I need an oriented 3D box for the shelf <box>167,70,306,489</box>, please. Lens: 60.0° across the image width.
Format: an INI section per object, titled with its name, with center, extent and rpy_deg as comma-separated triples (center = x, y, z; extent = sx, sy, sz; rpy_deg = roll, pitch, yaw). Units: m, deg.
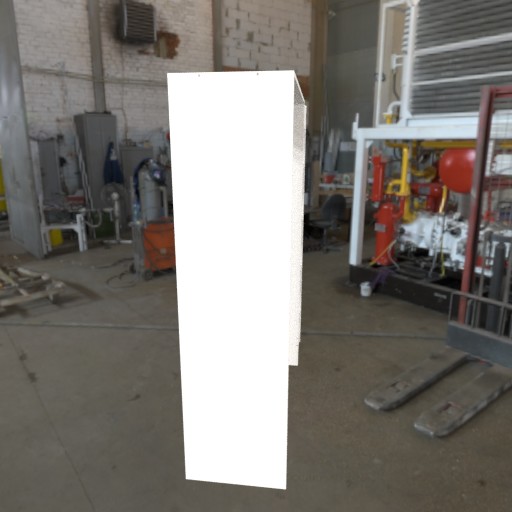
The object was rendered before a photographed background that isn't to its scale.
[shelf]
center = 0.000, 0.000, 2.629
extent = 0.500, 1.810, 1.600
rpy_deg = 2, 14, 8
